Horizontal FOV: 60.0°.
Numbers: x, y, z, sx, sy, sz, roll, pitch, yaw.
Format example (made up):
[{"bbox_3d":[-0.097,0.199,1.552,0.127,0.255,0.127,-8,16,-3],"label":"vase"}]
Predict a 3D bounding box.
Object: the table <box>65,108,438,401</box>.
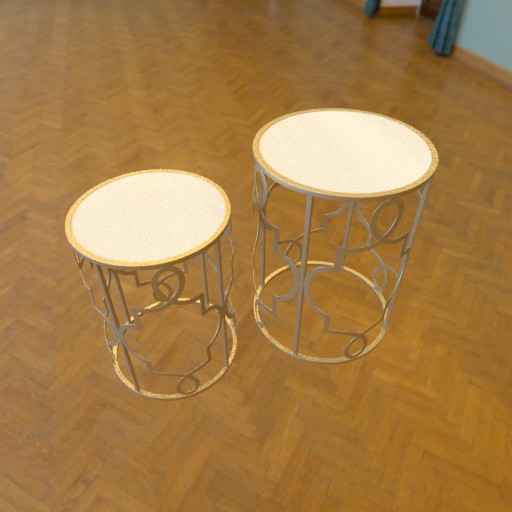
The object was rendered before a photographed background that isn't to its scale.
[{"bbox_3d":[0.000,0.000,1.164,0.846,0.564,0.420,-12,43,-13],"label":"table"}]
